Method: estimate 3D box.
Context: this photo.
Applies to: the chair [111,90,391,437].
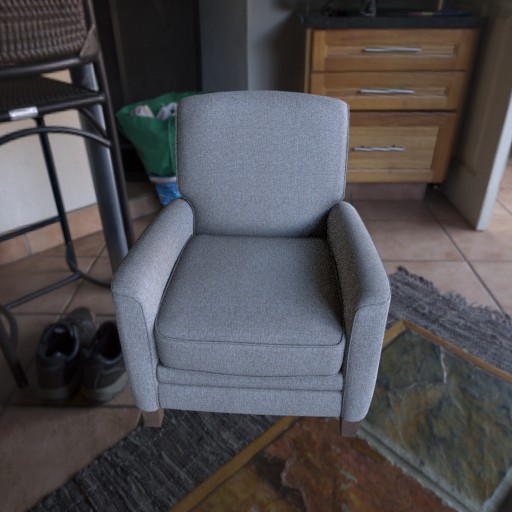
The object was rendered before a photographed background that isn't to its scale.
[{"bbox_3d":[0.000,0.000,1.632,0.848,1.014,0.864,2,31,3],"label":"chair"}]
